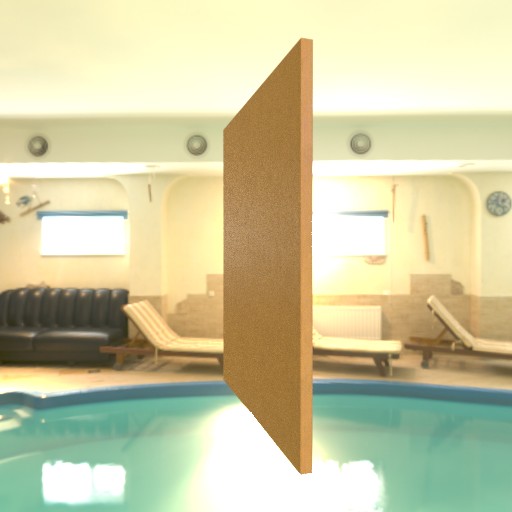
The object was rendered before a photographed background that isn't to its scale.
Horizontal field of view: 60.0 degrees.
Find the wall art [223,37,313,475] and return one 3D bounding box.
[{"bbox_3d":[0.000,0.000,1.400,0.030,1.002,0.798,0,1,-17],"label":"wall art"}]
